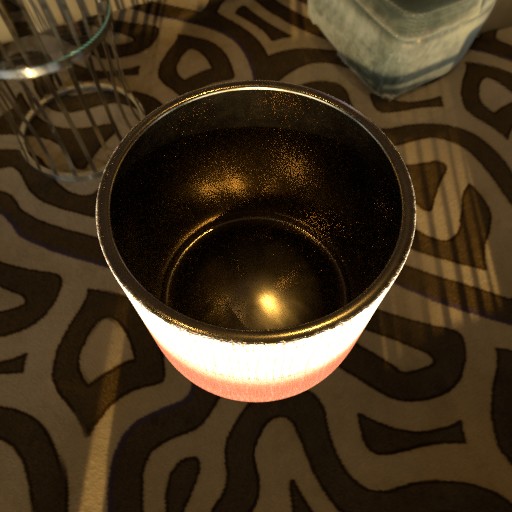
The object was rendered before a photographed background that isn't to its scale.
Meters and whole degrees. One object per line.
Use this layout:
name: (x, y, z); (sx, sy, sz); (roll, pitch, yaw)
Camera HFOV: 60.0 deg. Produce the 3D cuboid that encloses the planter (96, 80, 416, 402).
planter: (0.000, 0.000, 0.313); (0.178, 0.157, 0.178); (0, 62, 0)
